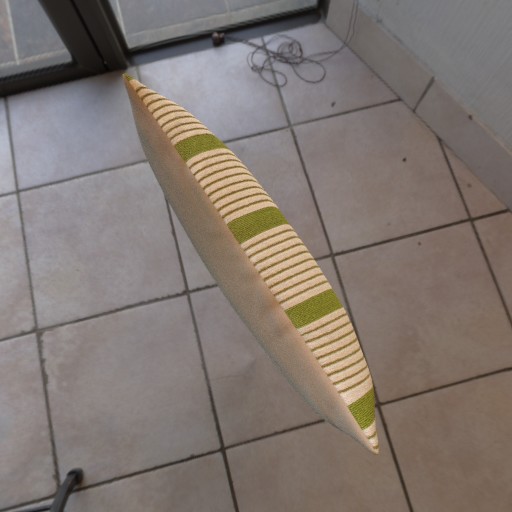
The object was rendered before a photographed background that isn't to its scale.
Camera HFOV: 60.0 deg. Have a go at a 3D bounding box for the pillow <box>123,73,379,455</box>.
[{"bbox_3d":[0.000,0.000,0.717,0.156,0.292,0.608,-33,79,-7],"label":"pillow"}]
